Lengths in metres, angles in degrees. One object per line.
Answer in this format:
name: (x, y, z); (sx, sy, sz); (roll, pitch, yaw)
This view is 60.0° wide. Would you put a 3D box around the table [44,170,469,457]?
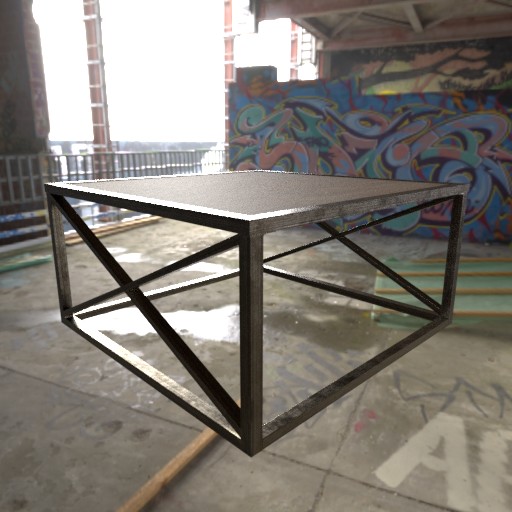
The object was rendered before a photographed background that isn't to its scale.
table: (0.000, 0.000, 1.389); (0.909, 0.451, 0.899); (-14, 20, -43)
